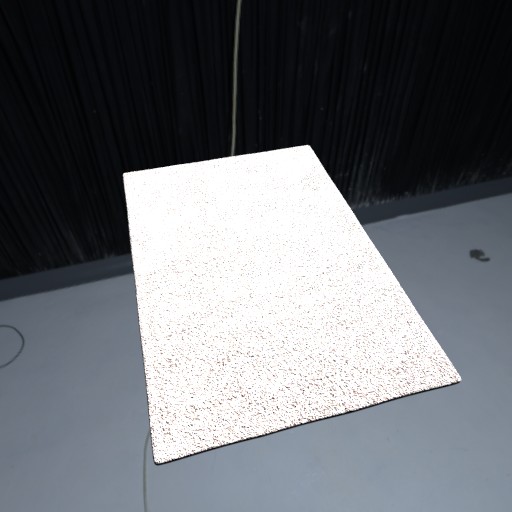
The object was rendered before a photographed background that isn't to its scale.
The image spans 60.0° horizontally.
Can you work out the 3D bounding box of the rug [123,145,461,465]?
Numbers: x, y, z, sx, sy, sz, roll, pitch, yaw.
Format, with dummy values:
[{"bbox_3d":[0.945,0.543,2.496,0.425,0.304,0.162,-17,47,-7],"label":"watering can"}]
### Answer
[{"bbox_3d":[0.000,0.000,2.248,1.219,0.030,1.778,-11,47,-11],"label":"rug"}]
